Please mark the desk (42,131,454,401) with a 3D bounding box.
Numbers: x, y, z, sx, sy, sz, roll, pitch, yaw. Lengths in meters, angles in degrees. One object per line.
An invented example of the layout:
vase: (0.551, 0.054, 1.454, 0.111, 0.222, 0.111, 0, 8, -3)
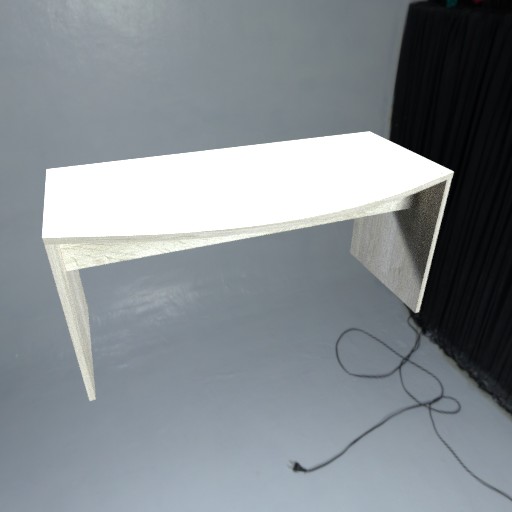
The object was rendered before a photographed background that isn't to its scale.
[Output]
desk: (0.000, 0.000, 2.003, 1.600, 0.752, 0.802, -11, 33, -18)
